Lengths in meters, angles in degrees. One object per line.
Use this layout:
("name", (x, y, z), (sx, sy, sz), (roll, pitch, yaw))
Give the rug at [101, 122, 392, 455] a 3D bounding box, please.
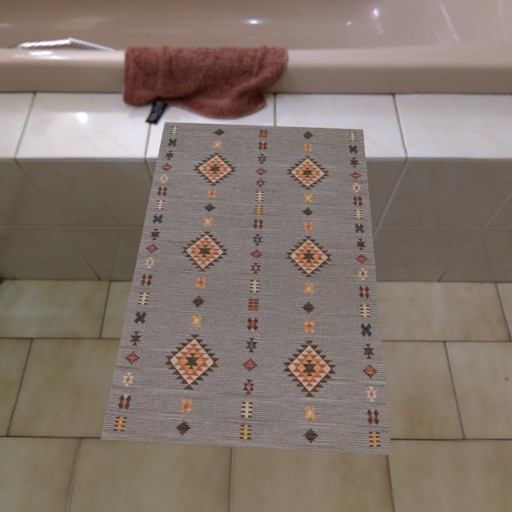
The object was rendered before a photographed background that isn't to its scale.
("rug", (0.000, 0.000, 2.281), (1.217, 0.005, 1.818), (3, 61, 1))
